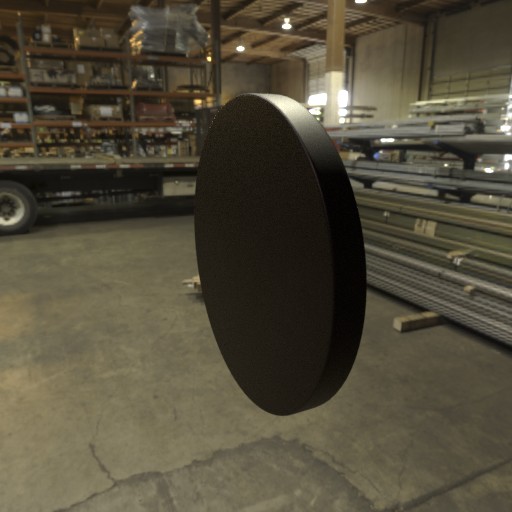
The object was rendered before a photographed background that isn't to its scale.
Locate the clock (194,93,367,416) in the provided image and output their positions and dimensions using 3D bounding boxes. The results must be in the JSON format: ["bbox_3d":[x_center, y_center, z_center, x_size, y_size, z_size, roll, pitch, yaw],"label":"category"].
[{"bbox_3d":[0.000,0.000,0.456,0.029,0.314,0.314,-7,17,-25],"label":"clock"}]
